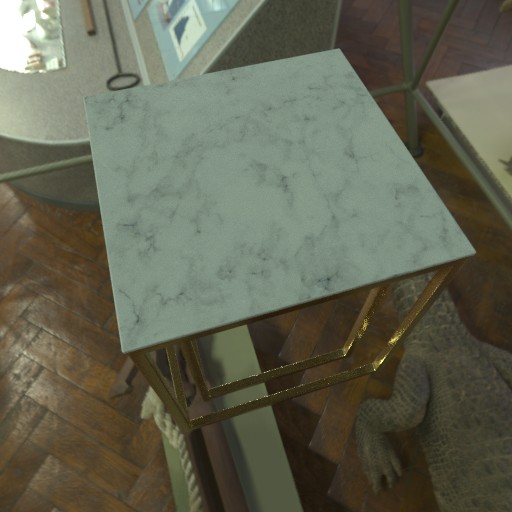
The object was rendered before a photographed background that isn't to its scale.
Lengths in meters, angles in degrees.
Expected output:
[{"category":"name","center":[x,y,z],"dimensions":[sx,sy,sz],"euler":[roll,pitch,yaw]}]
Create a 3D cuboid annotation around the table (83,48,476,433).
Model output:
[{"category":"table","center":[0.000,0.000,0.854],"dimensions":[0.450,0.500,0.450],"euler":[-15,59,-9]}]
